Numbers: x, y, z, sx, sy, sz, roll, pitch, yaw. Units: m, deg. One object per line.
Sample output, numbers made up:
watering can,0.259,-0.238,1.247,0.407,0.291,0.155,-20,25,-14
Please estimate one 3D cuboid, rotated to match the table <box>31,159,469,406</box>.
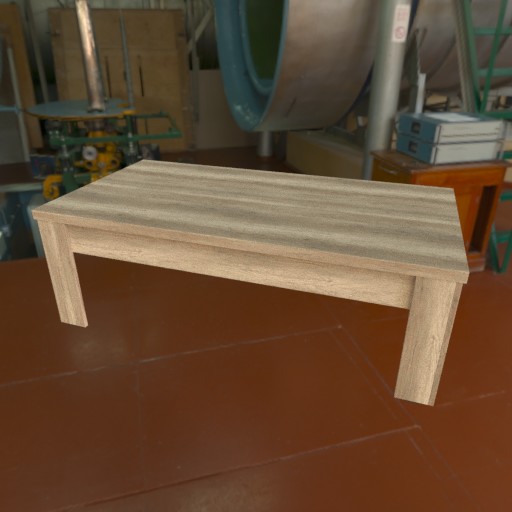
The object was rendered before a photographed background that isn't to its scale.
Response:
table,0.000,0.000,1.688,1.350,0.460,0.700,9,28,17
